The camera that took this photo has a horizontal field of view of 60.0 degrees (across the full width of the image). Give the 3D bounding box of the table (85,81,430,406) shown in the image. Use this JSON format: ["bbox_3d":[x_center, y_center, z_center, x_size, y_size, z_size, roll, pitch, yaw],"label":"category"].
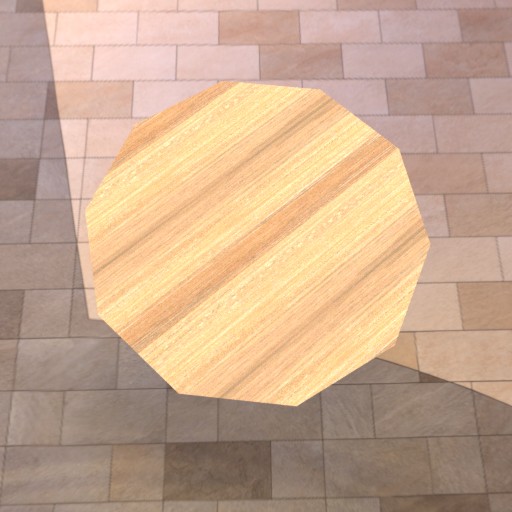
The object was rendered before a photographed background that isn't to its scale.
[{"bbox_3d":[0.000,0.000,1.878,1.186,0.752,1.186,0,75,0],"label":"table"}]
